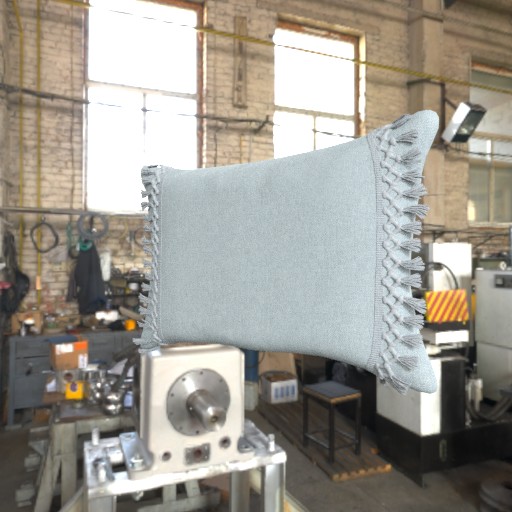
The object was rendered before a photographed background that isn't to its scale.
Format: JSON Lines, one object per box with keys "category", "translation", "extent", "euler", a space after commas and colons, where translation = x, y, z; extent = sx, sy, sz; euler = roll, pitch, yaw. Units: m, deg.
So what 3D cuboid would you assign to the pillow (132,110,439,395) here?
{"category": "pillow", "translation": [0.000, 0.000, 0.593], "extent": [0.466, 0.305, 0.084], "euler": [-1, -1, 36]}
